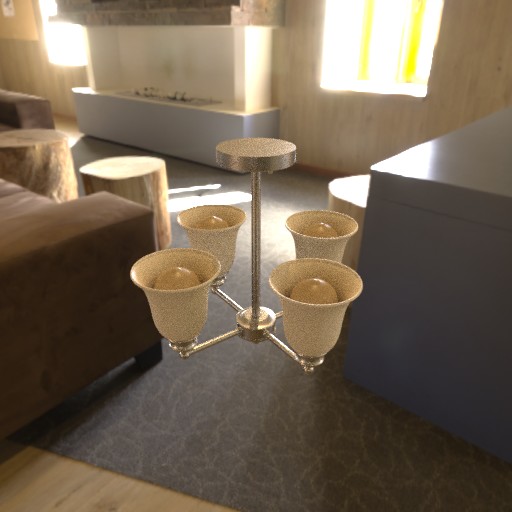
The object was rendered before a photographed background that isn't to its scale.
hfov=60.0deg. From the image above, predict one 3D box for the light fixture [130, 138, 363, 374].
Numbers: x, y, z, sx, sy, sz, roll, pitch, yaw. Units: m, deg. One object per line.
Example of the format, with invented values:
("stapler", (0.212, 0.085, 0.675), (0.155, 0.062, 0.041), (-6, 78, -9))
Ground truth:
("light fixture", (0.000, 0.000, 0.751), (0.427, 0.370, 0.427), (-18, 32, -31))
